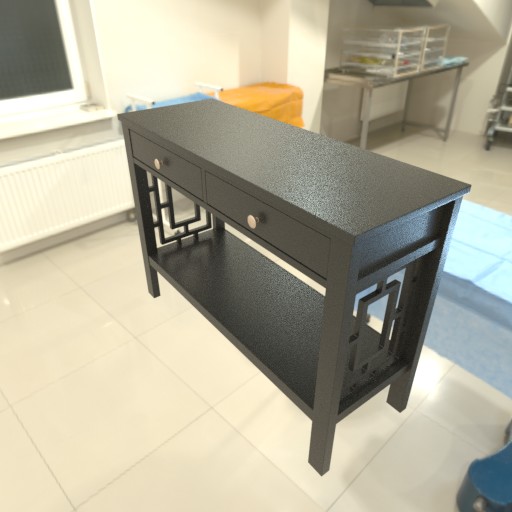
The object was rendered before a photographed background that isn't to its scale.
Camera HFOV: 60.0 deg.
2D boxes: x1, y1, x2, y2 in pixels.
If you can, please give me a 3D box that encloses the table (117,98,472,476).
[{"bbox_3d":[0.000,0.000,1.446,0.397,0.753,1.068,-22,38,-31],"label":"table"}]
